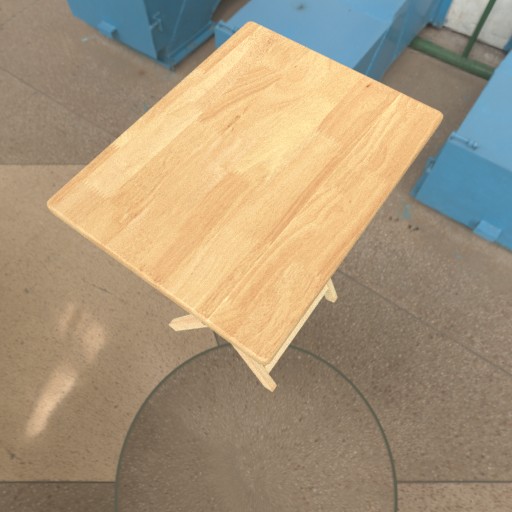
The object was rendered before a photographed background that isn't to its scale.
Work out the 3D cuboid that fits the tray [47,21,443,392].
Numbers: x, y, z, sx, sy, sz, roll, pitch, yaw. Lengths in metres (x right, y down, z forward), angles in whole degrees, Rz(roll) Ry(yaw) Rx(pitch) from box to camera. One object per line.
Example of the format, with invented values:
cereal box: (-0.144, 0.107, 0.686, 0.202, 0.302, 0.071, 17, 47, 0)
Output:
tray: (0.000, 0.000, 0.947, 0.381, 0.660, 0.483, 33, 68, 15)
